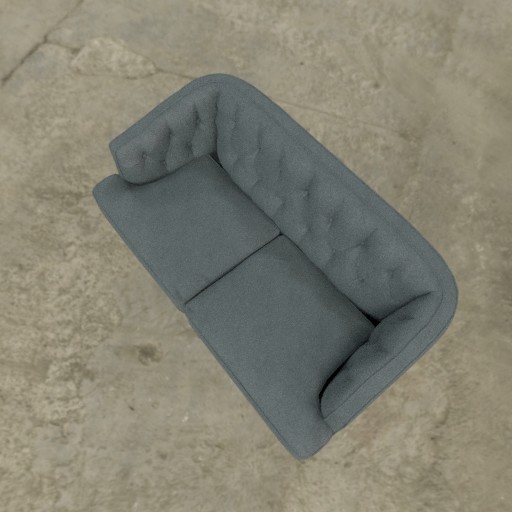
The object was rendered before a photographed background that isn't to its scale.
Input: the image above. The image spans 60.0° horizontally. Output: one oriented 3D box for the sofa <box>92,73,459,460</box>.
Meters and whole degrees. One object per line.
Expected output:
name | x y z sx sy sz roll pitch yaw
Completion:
sofa | 0.000 0.000 2.235 0.941 0.855 1.733 -36 69 -16
